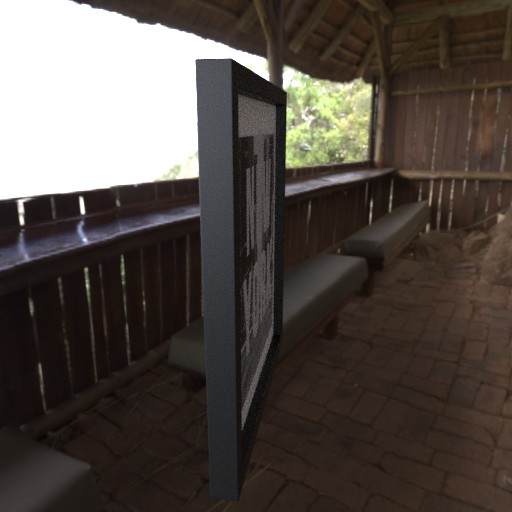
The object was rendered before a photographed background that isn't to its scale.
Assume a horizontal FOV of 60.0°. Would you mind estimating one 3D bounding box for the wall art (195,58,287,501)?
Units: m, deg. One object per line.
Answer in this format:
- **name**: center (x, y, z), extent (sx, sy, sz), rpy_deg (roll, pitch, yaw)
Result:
- **wall art**: center (0.000, 0.000, 0.516), extent (0.028, 0.381, 0.328), rpy_deg (3, 17, 10)
